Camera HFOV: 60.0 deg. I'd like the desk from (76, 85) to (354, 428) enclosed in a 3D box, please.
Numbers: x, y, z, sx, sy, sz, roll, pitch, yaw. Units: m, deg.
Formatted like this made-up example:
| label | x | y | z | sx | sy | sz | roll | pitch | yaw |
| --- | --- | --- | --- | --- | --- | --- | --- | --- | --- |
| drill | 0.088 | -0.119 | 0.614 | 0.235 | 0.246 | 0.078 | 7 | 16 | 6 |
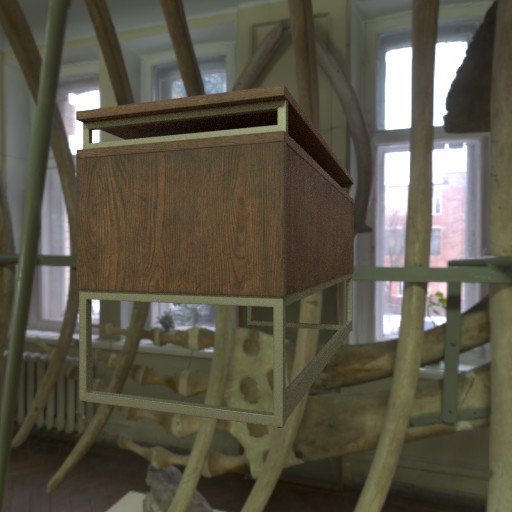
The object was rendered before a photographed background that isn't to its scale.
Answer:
| label | x | y | z | sx | sy | sz | roll | pitch | yaw |
| --- | --- | --- | --- | --- | --- | --- | --- | --- | --- |
| desk | 0.000 | 0.000 | 1.766 | 0.610 | 0.792 | 1.384 | 0 | 0 | 19 |
